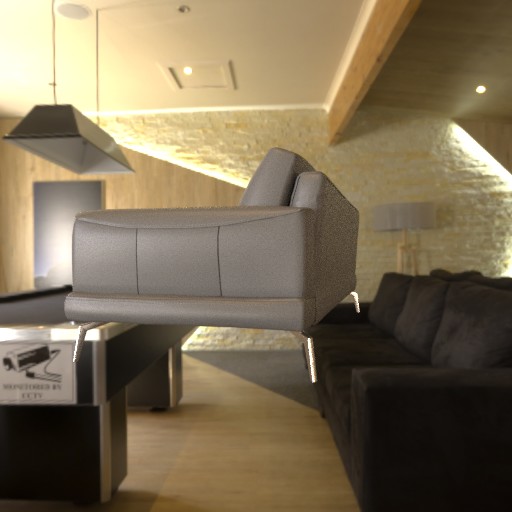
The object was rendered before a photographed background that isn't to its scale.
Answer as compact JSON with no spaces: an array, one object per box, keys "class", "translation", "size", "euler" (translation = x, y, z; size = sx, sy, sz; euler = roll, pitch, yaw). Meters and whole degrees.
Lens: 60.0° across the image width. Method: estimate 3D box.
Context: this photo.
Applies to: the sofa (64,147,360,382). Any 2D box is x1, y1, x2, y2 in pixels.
[{"class":"sofa","translation":[0.000,0.000,2.749],"size":[1.121,0.930,2.177],"euler":[0,0,18]}]
